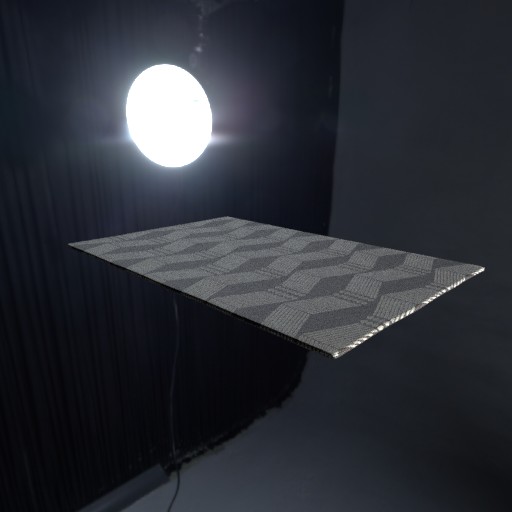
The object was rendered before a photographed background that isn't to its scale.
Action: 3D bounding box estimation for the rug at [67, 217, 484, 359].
[{"bbox_3d":[0.000,0.000,2.289,1.210,0.016,1.833,-15,22,-43],"label":"rug"}]
